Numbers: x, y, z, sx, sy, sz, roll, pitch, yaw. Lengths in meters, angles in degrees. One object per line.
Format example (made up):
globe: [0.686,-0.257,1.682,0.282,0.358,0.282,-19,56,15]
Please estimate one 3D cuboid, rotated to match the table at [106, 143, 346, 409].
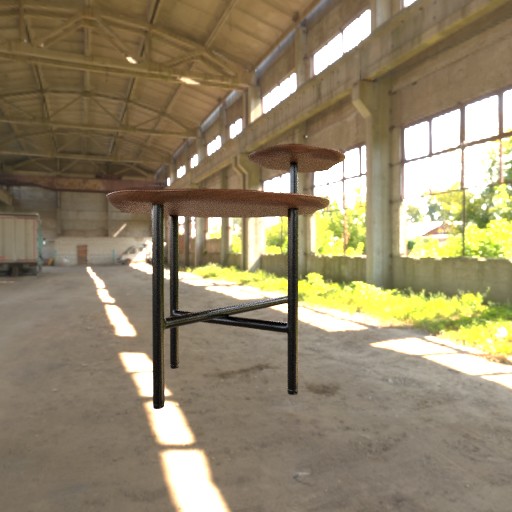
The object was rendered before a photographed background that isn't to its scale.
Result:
table: [0.000,0.000,1.055,0.442,0.538,0.759,1,1,35]
